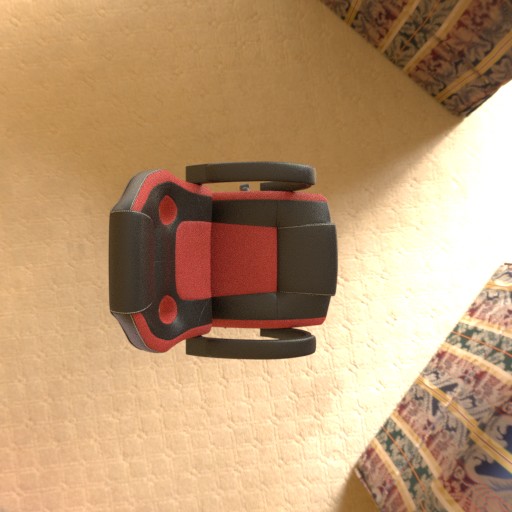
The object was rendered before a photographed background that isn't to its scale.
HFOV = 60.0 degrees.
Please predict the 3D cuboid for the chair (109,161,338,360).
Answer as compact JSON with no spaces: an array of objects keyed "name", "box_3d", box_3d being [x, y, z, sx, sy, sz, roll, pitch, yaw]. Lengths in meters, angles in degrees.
[{"name":"chair","box_3d":[0.000,0.000,1.708,0.783,1.189,0.750,0,90,-1]}]
